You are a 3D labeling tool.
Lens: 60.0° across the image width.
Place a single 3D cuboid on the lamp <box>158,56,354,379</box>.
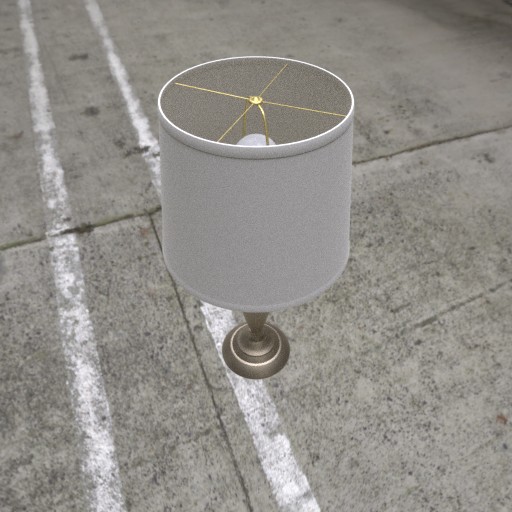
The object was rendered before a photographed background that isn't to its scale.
[{"bbox_3d":[0.000,0.000,0.817,0.328,0.619,0.328,0,45,0],"label":"lamp"}]
